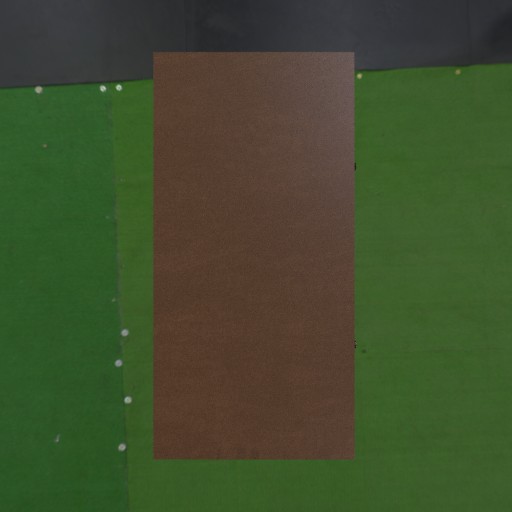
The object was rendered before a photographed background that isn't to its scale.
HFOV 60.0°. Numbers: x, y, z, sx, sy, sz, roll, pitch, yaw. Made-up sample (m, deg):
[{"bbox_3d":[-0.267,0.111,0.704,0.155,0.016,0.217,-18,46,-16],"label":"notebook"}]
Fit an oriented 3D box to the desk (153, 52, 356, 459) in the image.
[{"bbox_3d":[0.000,0.000,1.411,0.510,0.758,0.949,0,90,0],"label":"desk"}]
